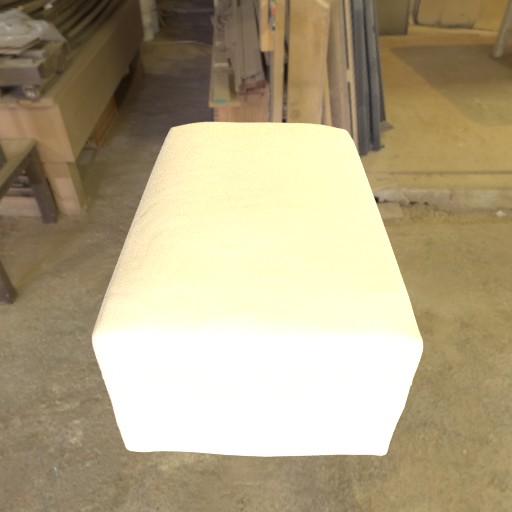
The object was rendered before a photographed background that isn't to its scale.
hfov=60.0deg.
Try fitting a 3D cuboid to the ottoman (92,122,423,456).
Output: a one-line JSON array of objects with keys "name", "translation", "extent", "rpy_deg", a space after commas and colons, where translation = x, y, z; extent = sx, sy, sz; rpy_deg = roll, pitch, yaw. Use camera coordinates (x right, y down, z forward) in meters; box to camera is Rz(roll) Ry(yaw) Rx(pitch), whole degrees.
[{"name": "ottoman", "translation": [0.000, 0.000, 1.159], "extent": [0.590, 0.444, 0.872], "rpy_deg": [0, 40, 1]}]
